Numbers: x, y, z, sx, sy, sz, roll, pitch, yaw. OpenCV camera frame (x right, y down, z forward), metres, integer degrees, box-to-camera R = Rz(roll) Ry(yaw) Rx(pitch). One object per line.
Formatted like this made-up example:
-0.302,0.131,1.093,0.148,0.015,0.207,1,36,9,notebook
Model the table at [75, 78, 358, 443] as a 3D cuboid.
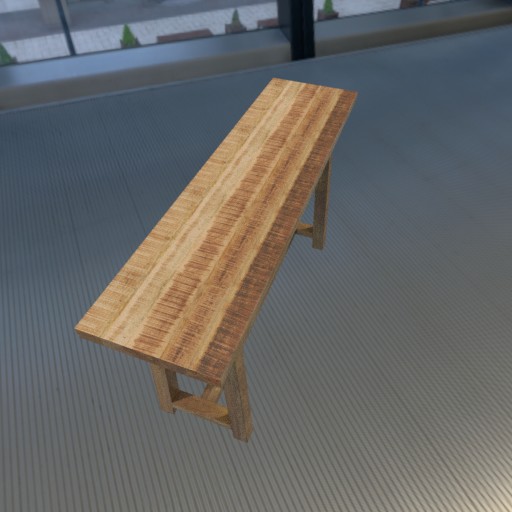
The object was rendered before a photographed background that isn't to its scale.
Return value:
0.000,0.000,1.857,0.405,0.810,1.524,15,48,14,table
